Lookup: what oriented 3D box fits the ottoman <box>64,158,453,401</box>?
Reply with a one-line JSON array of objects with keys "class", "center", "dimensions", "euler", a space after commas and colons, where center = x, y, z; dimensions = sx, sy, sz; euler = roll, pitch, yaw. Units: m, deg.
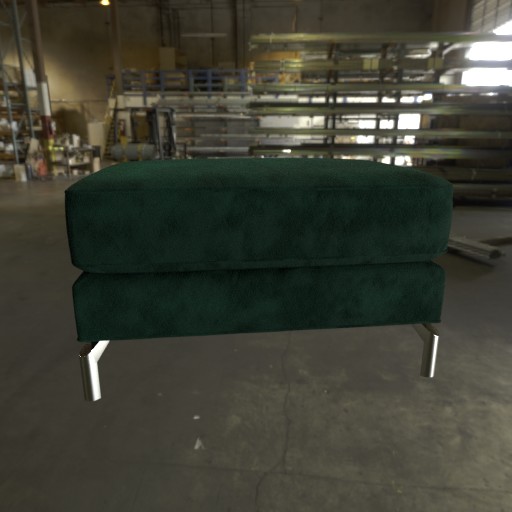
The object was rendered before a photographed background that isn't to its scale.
[{"class": "ottoman", "center": [0.000, 0.000, 1.257], "dimensions": [0.886, 0.533, 0.536], "euler": [-2, 16, -7]}]
